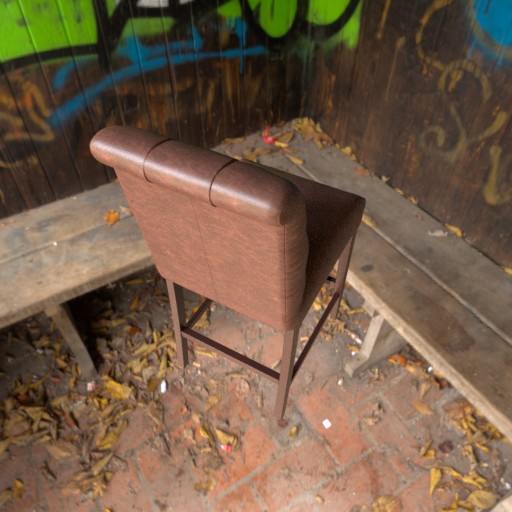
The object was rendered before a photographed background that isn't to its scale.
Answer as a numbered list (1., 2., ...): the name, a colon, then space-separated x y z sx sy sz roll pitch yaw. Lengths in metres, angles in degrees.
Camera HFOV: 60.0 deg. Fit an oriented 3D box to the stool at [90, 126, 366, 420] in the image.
1. stool: 0.000 0.000 1.423 0.486 1.084 0.660 22 50 20
